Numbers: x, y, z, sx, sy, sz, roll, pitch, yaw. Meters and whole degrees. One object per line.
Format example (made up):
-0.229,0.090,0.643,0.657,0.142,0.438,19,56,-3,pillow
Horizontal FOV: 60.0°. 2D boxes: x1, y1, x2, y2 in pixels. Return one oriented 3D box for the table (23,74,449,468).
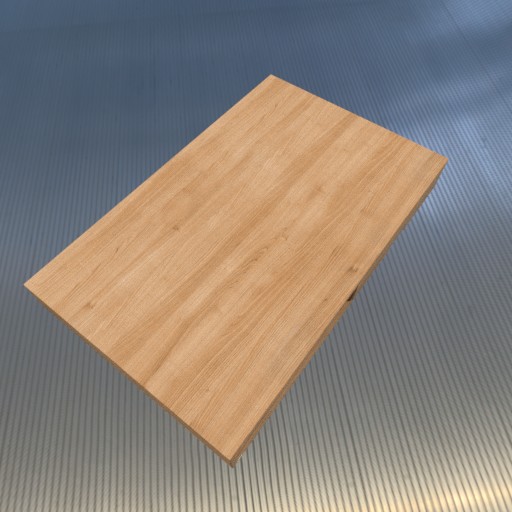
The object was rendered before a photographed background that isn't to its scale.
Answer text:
0.000,0.000,1.469,0.700,0.440,1.100,33,64,19,table
